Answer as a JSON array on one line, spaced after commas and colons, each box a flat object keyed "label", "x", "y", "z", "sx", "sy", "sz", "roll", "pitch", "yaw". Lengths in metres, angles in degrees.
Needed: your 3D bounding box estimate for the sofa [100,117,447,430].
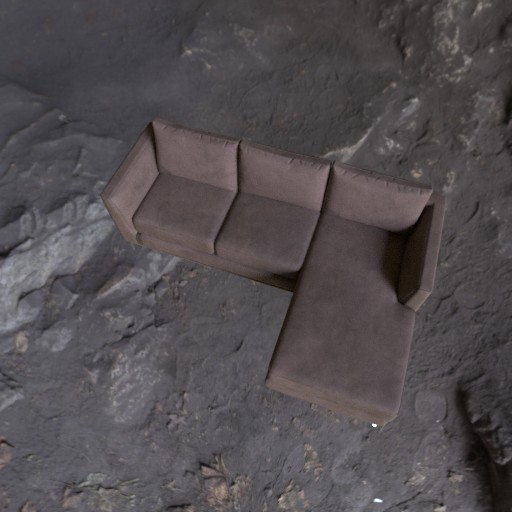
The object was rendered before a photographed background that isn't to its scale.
[{"label": "sofa", "x": 0.000, "y": 0.000, "z": 3.296, "sx": 2.438, "sy": 0.987, "sz": 1.622, "roll": 17, "pitch": 60, "yaw": 10}]
